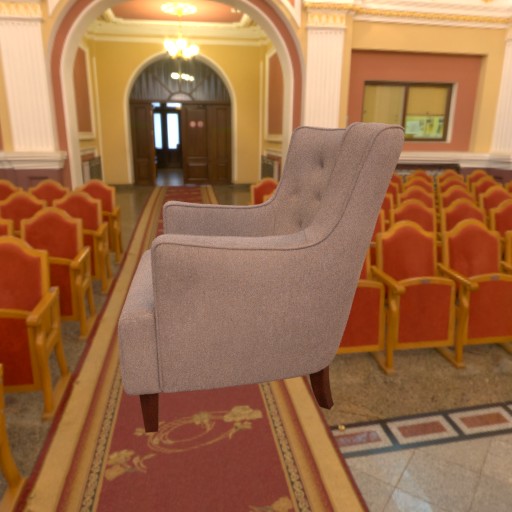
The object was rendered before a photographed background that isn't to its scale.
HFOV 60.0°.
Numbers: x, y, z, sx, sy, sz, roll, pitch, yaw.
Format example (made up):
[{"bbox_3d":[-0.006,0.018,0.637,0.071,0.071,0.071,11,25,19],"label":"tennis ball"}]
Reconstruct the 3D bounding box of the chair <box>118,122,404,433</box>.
[{"bbox_3d":[0.000,0.000,1.611,0.910,0.919,0.781,-2,16,-8],"label":"chair"}]
